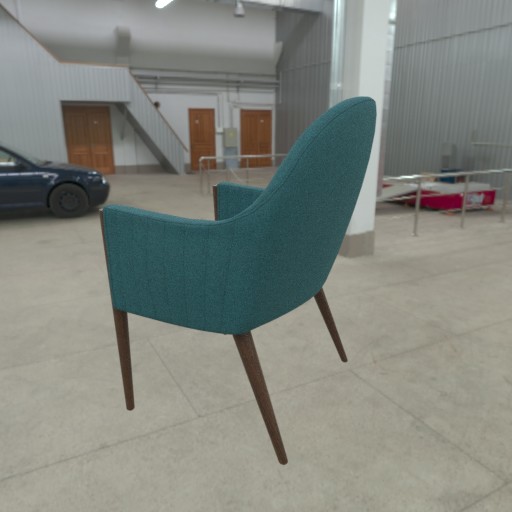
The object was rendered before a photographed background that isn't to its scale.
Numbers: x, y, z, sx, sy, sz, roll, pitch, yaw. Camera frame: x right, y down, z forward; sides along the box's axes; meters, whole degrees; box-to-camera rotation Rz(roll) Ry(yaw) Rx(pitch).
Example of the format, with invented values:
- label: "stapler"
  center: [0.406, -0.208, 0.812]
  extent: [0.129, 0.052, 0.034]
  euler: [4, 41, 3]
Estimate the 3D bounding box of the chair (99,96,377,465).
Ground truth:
- label: "chair"
  center: [0.000, 0.000, 1.364]
  extent: [0.652, 0.907, 0.656]
  euler: [8, 18, 25]
